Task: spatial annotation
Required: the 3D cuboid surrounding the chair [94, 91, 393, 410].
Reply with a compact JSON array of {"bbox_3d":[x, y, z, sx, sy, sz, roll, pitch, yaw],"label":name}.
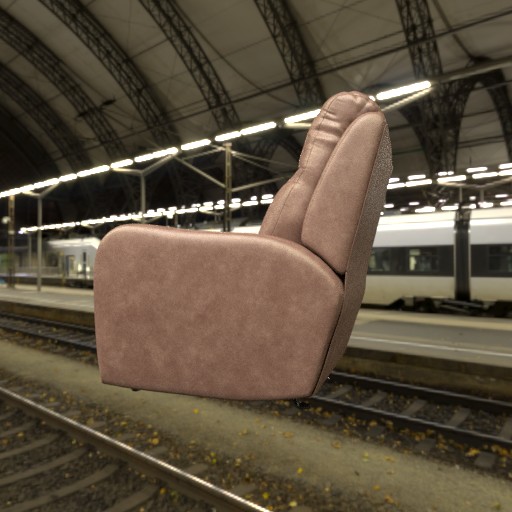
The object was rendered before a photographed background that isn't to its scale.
[{"bbox_3d":[0.000,0.000,1.831,1.067,1.067,0.865,0,-1,19],"label":"chair"}]
